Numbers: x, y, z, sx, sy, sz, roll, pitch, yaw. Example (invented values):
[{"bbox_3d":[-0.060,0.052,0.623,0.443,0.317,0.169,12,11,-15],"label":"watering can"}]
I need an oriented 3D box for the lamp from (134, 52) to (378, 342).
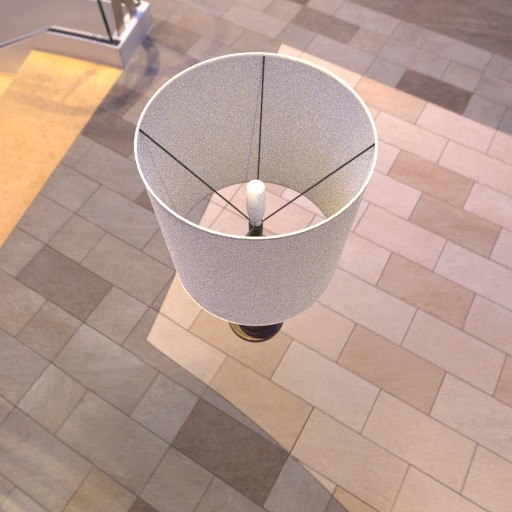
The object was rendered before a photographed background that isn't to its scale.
[{"bbox_3d":[0.000,0.000,0.584,0.208,0.455,0.208,-14,63,-7],"label":"lamp"}]
